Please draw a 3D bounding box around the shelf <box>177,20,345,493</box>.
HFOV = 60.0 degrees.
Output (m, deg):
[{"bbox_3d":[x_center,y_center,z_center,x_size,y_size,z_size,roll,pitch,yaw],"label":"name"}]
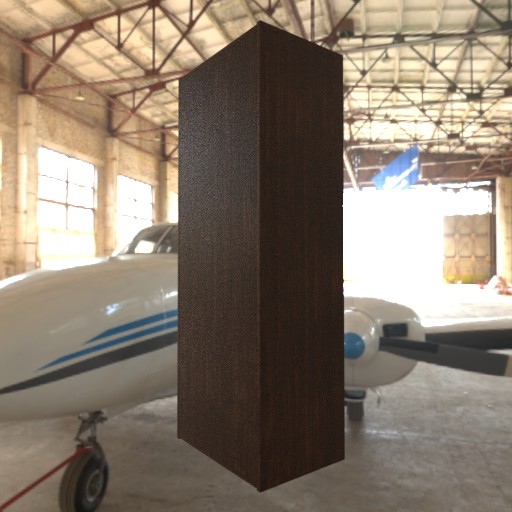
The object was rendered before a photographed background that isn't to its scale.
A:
[{"bbox_3d":[0.000,0.000,1.280,0.290,1.099,0.415,1,-2,-37],"label":"shelf"}]
